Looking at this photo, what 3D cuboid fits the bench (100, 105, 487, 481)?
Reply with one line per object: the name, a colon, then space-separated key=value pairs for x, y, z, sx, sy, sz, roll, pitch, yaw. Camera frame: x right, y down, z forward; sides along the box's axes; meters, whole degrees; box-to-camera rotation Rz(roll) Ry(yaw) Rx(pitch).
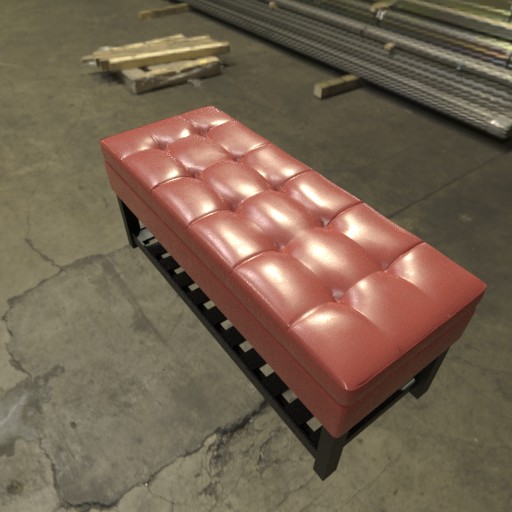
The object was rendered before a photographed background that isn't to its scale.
bench: x=0.000 y=0.000 z=1.312 sx=0.432 sy=0.460 sz=1.105 roll=-27 pitch=50 yaw=-26
